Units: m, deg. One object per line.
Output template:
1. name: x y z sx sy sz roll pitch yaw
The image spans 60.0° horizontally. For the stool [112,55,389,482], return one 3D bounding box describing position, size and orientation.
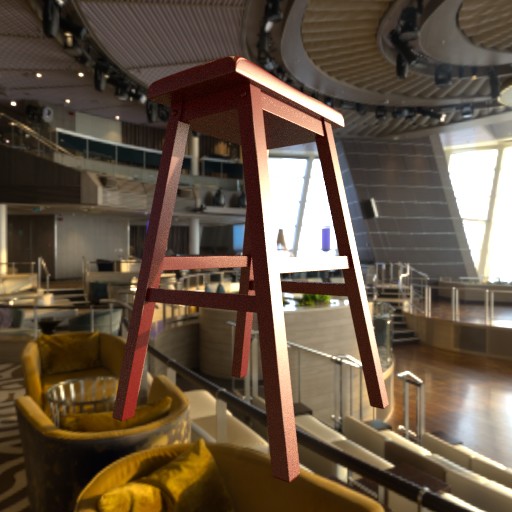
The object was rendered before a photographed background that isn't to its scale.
1. stool: 0.000 0.000 1.046 0.476 0.737 0.457 0 1 37
